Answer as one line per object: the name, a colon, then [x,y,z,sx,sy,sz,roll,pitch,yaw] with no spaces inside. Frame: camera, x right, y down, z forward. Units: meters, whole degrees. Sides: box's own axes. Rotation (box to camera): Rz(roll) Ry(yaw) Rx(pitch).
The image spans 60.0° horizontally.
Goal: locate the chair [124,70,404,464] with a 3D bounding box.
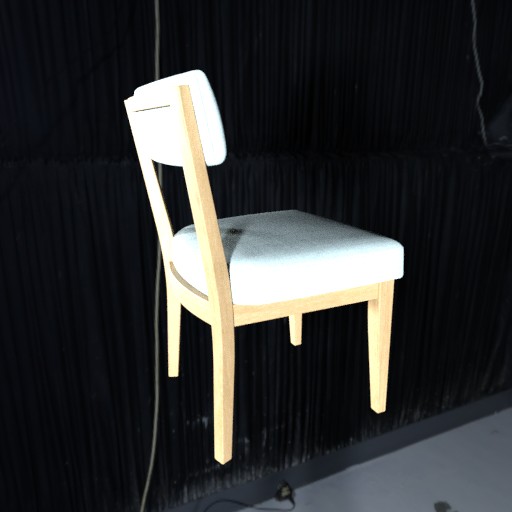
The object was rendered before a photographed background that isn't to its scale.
chair: [0.000,0.000,1.159,0.572,0.832,0.508,-8,18,-25]
